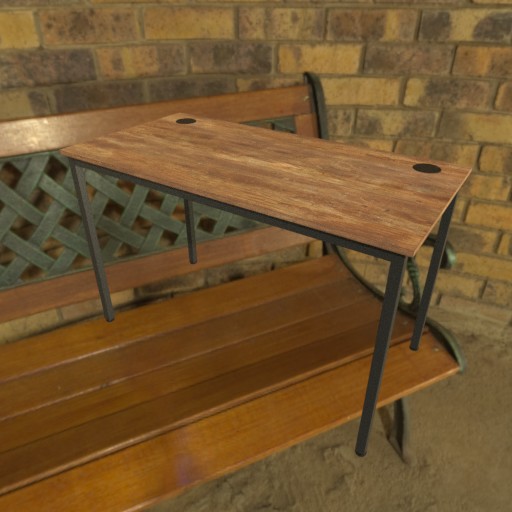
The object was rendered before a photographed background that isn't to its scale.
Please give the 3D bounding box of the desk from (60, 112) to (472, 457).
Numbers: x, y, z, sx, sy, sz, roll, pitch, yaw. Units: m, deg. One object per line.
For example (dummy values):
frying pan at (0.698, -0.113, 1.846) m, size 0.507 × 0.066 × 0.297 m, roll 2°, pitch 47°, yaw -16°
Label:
desk at (0.000, 0.000, 1.626) m, size 1.200 × 0.749 × 0.600 m, roll 19°, pitch 37°, yaw 28°
